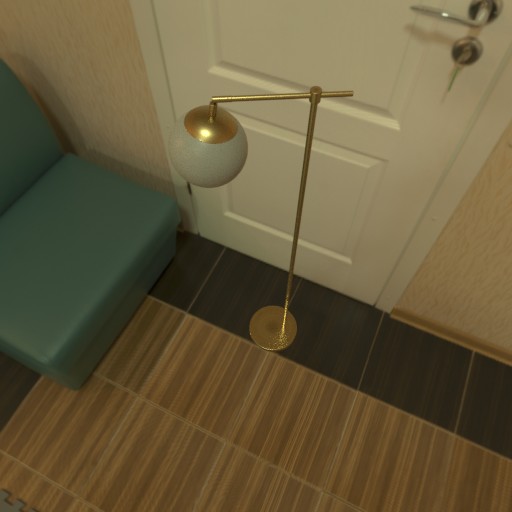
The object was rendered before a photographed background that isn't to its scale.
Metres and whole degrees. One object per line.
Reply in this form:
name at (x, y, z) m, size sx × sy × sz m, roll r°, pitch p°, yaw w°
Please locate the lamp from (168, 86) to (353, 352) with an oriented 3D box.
lamp at (0.000, 0.000, 1.706) m, size 0.476 × 1.505 × 0.249 m, roll -3°, pitch 59°, yaw -2°
